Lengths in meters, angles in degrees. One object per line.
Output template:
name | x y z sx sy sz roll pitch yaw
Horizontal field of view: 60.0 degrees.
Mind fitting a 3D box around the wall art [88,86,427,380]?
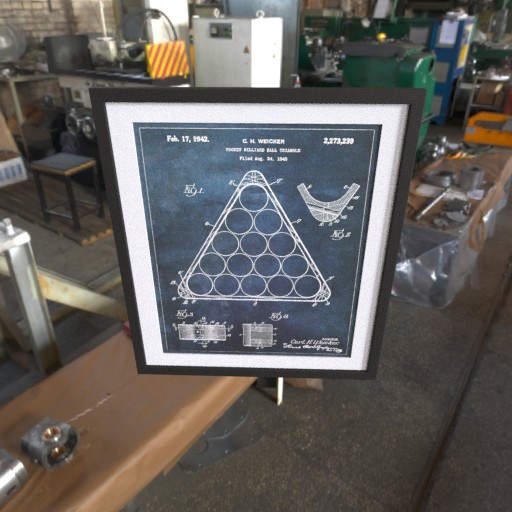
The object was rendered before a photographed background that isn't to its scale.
wall art | 0.000 0.000 1.206 0.755 0.863 0.028 1 29 2
